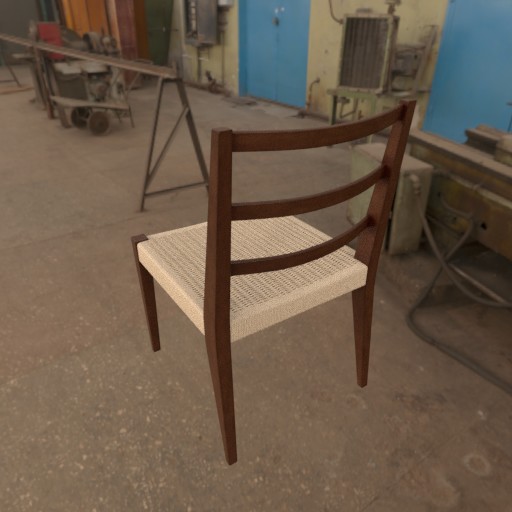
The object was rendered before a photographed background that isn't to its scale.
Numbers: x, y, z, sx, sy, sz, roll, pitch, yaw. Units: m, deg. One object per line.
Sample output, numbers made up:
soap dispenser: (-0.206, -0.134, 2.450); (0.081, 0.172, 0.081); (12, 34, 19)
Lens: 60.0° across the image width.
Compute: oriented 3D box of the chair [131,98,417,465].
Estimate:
chair: (0.000, 0.000, 1.166); (0.480, 0.813, 0.551); (-18, 34, -29)
